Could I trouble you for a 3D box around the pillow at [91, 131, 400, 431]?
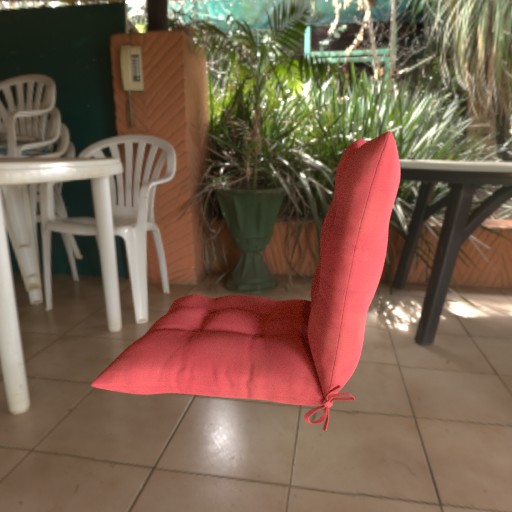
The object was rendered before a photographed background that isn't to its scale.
[{"bbox_3d":[0.000,0.000,1.021,0.585,0.536,0.541,2,14,8],"label":"pillow"}]
